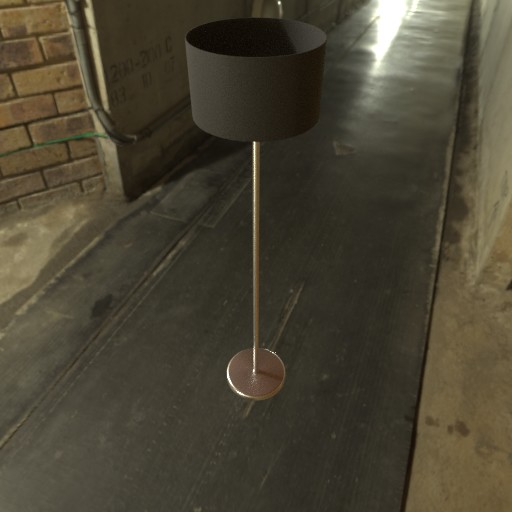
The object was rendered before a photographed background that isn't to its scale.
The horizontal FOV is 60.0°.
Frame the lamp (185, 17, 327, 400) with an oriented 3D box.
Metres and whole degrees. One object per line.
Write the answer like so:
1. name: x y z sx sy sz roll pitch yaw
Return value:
1. lamp: 0.000 0.000 1.565 0.348 1.443 0.348 -11 42 -12
